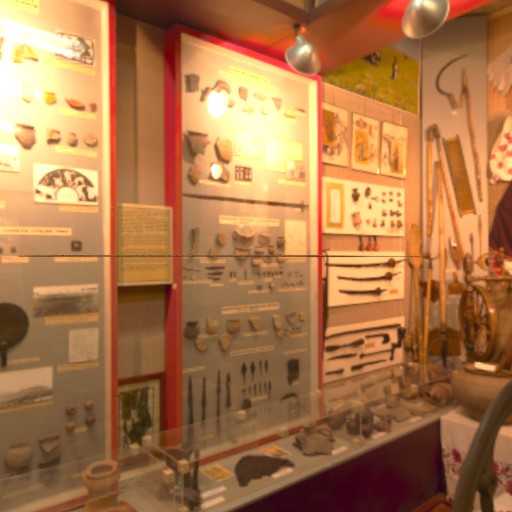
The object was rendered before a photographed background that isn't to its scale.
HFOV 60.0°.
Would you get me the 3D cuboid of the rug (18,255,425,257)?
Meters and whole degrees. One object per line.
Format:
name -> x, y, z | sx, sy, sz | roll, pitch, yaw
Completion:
rug -> 0.000, 0.000, 2.541 | 2.335, 0.013, 0.697 | 0, 0, -37
